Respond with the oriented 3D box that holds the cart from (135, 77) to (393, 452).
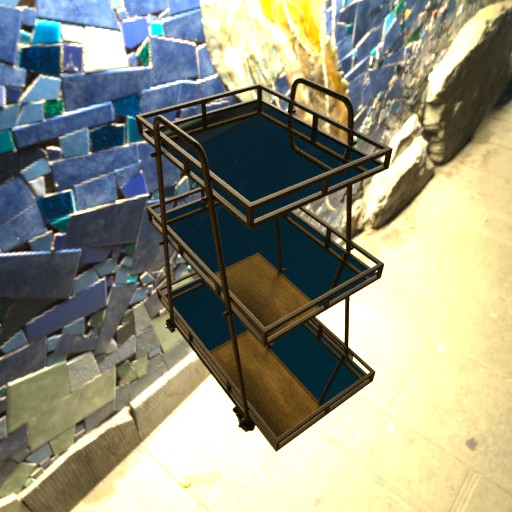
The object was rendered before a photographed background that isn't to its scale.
[{"bbox_3d":[0.000,0.000,1.272,0.441,0.883,0.711,-25,47,-26],"label":"cart"}]
